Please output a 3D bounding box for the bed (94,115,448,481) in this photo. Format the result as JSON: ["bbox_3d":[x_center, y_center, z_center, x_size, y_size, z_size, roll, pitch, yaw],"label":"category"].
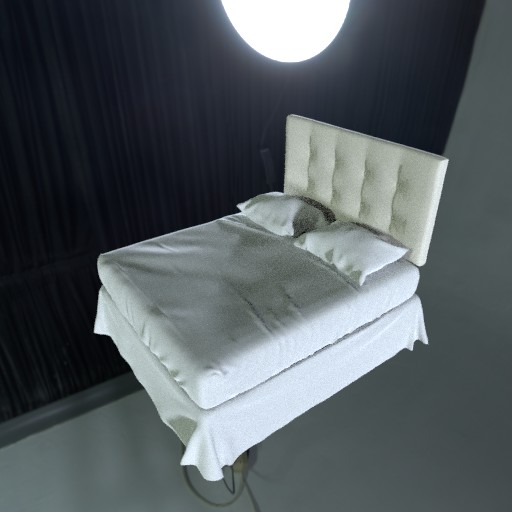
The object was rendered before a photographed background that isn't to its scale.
[{"bbox_3d":[0.000,0.000,3.408,2.222,1.577,1.936,-20,36,-31],"label":"bed"}]
